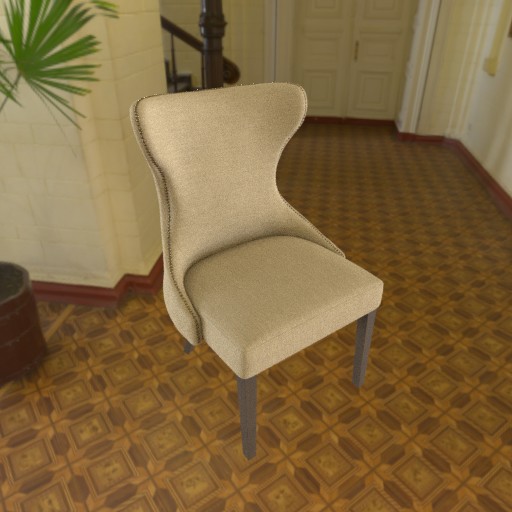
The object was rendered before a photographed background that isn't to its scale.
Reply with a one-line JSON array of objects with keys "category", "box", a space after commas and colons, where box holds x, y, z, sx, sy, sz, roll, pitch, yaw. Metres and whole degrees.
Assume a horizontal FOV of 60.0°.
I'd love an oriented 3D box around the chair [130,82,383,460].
[{"category": "chair", "box": [0.000, 0.000, 1.433, 0.628, 0.967, 0.635, -21, 37, -31]}]
